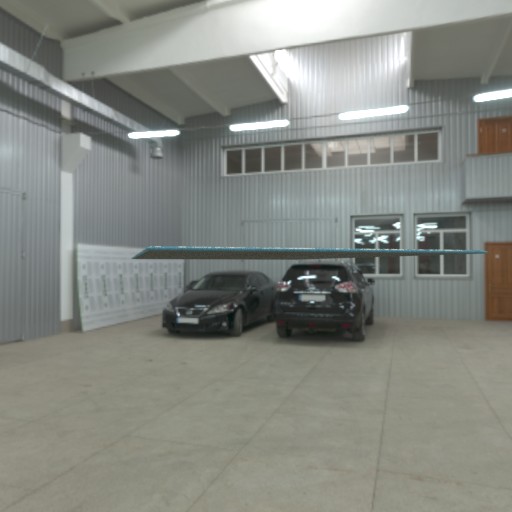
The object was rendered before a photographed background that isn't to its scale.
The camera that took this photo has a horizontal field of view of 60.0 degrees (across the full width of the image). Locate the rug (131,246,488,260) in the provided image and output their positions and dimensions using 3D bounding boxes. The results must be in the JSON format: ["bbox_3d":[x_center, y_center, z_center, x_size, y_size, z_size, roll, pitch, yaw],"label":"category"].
[{"bbox_3d":[0.000,0.000,3.470,1.816,0.018,2.746,0,-1,-17],"label":"rug"}]
